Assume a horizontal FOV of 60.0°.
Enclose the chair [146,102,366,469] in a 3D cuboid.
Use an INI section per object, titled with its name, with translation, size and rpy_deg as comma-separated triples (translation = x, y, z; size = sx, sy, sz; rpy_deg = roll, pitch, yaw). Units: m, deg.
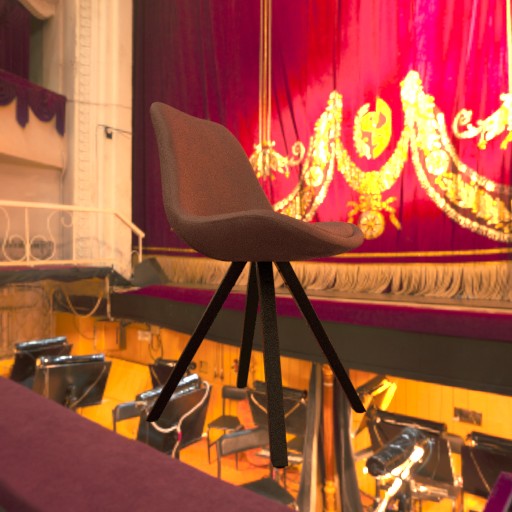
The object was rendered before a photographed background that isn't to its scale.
[chair]
translation = 0.000, 0.000, 1.197
size = 0.547, 0.865, 0.483
rpy_deg = 0, 0, 37
